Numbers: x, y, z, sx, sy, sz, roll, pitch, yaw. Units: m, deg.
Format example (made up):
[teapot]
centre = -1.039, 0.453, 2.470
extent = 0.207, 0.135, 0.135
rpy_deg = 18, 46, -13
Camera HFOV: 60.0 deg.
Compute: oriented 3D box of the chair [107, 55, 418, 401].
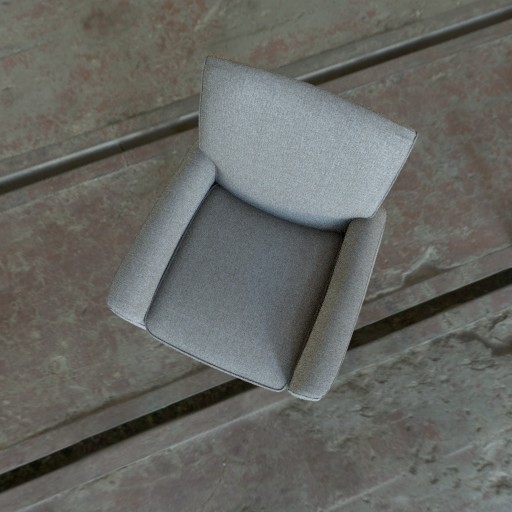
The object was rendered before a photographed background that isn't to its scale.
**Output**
[chair]
centre = 0.000, 0.000, 1.658
extent = 0.848, 1.014, 0.864
rpy_deg = 22, 76, 6
